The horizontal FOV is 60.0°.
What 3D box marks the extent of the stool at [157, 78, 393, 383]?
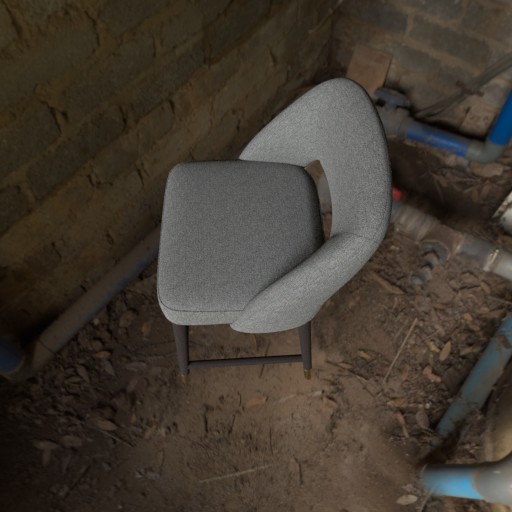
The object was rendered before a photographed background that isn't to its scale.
[{"bbox_3d":[0.000,0.000,1.256,0.524,0.925,0.536,-1,60,-1],"label":"stool"}]
